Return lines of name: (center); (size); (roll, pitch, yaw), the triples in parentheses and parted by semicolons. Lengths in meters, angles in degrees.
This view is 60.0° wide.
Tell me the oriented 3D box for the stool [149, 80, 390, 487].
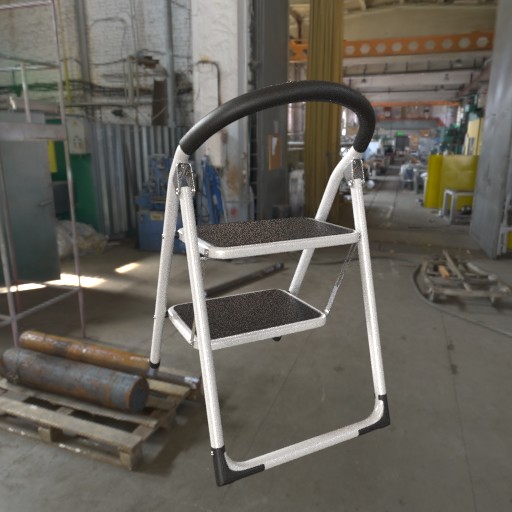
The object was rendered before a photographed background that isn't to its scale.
stool: (0.000, 0.000, 1.098); (0.453, 0.760, 0.559); (-7, 16, -26)
